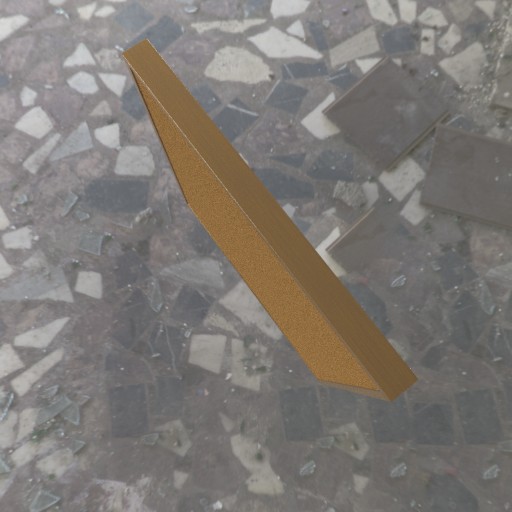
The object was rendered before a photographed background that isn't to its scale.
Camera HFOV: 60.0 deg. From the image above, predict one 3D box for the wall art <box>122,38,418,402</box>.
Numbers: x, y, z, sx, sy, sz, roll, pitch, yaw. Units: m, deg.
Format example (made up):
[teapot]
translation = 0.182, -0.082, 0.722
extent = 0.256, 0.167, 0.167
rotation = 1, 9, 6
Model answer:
[wall art]
translation = 0.000, 0.000, 0.740
extent = 0.037, 0.505, 0.505
rotation = -36, 79, -8
